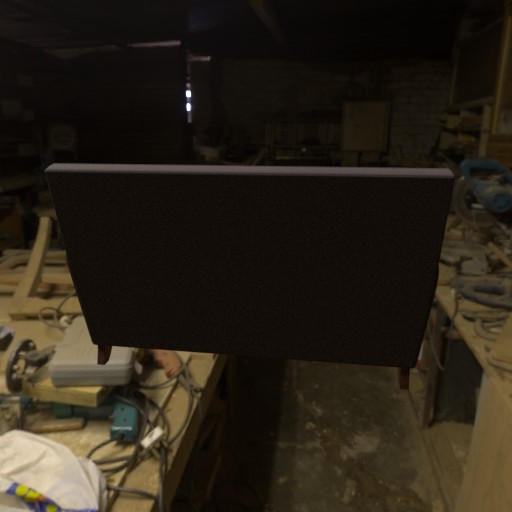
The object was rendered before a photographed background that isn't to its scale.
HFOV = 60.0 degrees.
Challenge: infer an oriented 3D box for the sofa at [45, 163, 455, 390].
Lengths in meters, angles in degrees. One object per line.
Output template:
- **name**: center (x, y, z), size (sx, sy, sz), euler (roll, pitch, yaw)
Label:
- **sofa**: center (0.000, 0.000, 1.954), size (1.420, 0.846, 0.871), euler (2, 16, 8)
